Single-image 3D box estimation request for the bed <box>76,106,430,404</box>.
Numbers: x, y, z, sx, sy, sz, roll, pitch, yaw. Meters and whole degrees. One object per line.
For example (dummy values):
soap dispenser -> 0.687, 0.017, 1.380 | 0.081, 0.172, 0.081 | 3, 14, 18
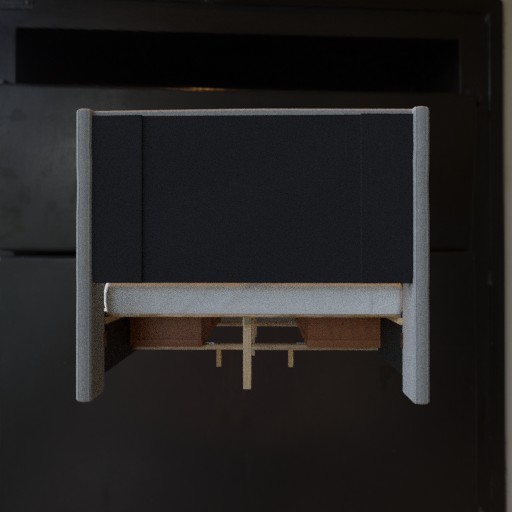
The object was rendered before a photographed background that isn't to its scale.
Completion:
bed -> 0.000, 0.000, 3.322 | 1.774, 1.491, 2.222 | 0, 0, 1
